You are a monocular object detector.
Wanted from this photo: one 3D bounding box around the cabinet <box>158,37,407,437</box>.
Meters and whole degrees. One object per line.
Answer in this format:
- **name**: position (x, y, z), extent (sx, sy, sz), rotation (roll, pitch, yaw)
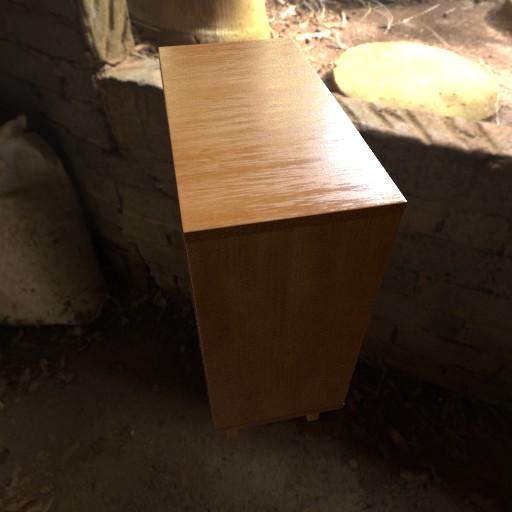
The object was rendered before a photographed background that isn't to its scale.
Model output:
- **cabinet**: position (0.000, 0.000, 1.389), extent (0.419, 1.001, 0.800), rotation (-8, 46, -8)
